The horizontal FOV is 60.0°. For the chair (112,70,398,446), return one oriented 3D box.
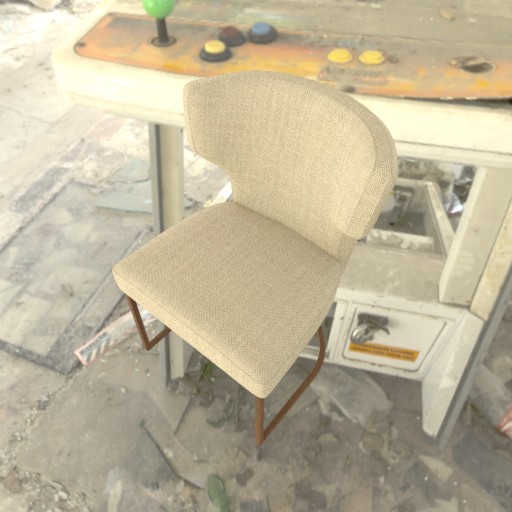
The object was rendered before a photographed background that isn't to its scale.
[{"bbox_3d":[0.000,0.000,1.274,0.611,0.824,0.617,31,55,25],"label":"chair"}]
